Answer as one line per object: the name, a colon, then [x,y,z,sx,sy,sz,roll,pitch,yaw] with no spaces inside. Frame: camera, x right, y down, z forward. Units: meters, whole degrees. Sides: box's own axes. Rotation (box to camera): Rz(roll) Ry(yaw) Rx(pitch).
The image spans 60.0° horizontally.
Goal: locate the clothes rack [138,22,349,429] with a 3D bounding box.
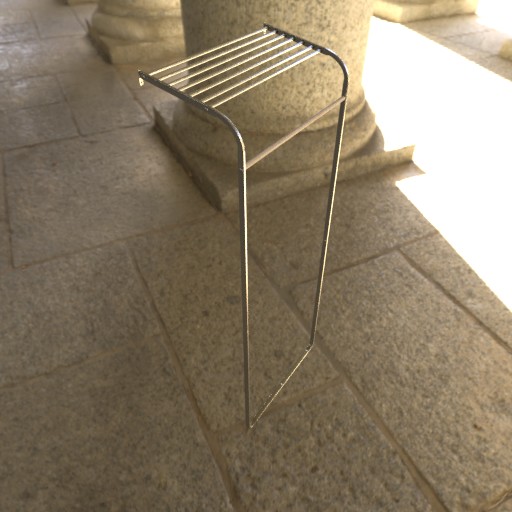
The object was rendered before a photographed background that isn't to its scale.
clothes rack: [0.000,0.000,1.813,0.349,1.574,0.609,25,47,26]
